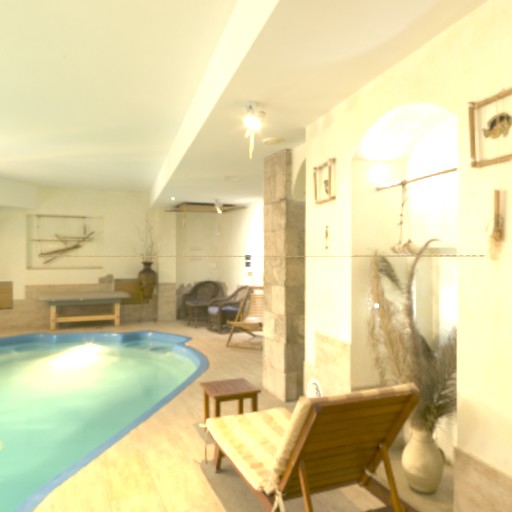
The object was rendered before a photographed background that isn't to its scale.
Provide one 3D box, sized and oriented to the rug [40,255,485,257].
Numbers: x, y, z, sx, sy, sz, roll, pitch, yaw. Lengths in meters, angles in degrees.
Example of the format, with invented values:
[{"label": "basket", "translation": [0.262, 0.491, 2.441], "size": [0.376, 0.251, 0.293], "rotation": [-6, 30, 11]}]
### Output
[{"label": "rug", "translation": [0.000, 0.000, 2.508], "size": [2.084, 0.009, 1.222], "rotation": [0, 0, -19]}]
